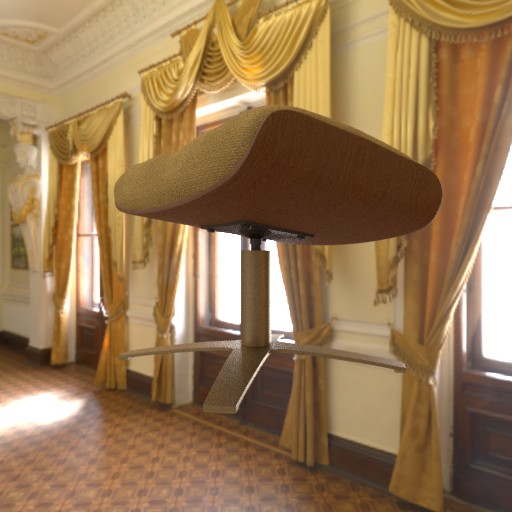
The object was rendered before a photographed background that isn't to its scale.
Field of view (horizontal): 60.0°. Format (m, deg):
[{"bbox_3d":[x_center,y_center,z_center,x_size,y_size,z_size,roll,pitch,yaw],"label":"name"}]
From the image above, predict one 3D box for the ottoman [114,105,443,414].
[{"bbox_3d":[0.000,0.000,0.806,0.394,0.391,0.520,0,0,-35],"label":"ottoman"}]
